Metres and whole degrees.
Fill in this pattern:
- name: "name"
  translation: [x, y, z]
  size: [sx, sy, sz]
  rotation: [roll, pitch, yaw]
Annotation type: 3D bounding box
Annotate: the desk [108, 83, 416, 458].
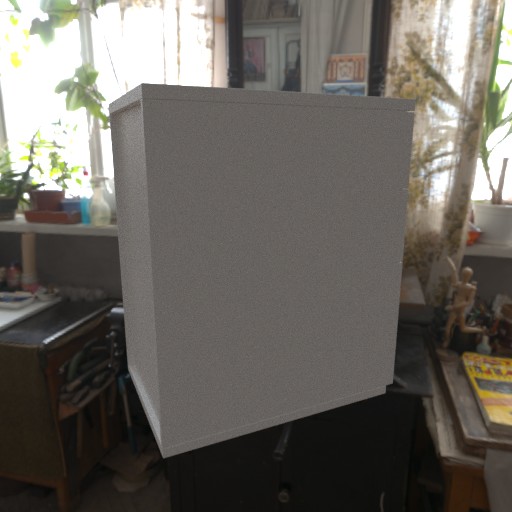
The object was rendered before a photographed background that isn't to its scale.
- name: "desk"
  translation: [0.000, 0.000, 1.106]
  size: [0.600, 0.730, 0.404]
  rotation: [-6, 15, -24]
